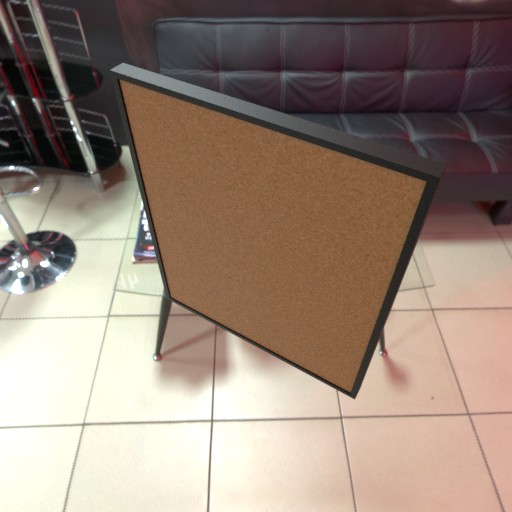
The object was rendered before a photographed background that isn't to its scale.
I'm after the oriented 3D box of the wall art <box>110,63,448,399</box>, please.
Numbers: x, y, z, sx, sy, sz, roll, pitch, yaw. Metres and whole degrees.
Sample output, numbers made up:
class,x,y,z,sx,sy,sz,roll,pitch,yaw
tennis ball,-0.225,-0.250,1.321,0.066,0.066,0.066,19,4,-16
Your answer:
class,x,y,z,sx,sy,sz,roll,pitch,yaw
wall art,0.000,0.000,0.531,0.330,0.381,0.019,24,52,20
